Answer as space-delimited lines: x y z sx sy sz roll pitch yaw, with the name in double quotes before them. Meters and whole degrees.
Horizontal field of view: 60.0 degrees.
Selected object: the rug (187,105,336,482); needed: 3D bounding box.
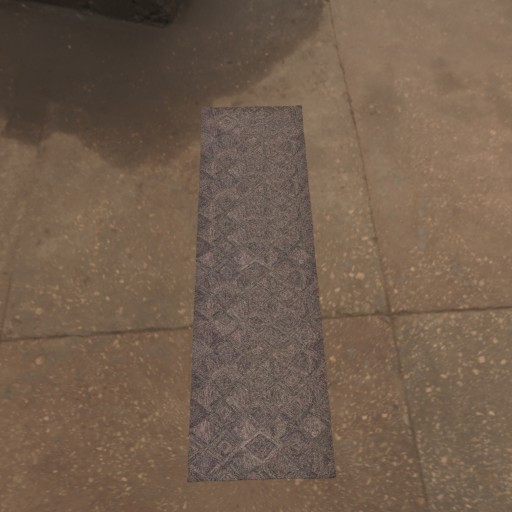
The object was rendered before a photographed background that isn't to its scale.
"rug" 0.000 0.000 2.541 0.691 0.011 2.296 -1 64 -1
